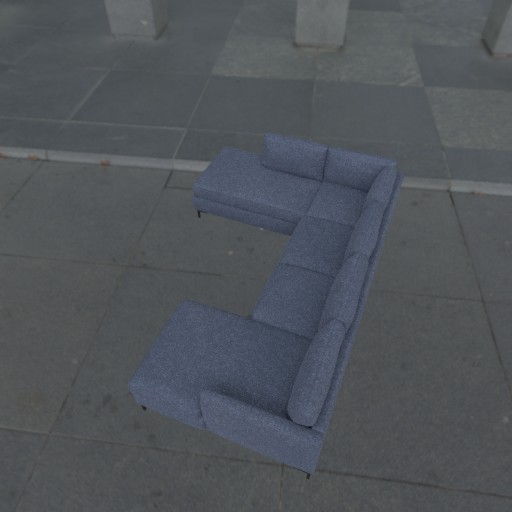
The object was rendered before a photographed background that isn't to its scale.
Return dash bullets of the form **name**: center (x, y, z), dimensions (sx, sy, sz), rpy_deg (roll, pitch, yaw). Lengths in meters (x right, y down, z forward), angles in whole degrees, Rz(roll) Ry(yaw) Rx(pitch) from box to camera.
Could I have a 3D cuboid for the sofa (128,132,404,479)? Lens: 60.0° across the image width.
- **sofa**: center (0.000, 0.000, 3.871), dimensions (2.007, 0.813, 2.956), rpy_deg (16, 48, 15)
